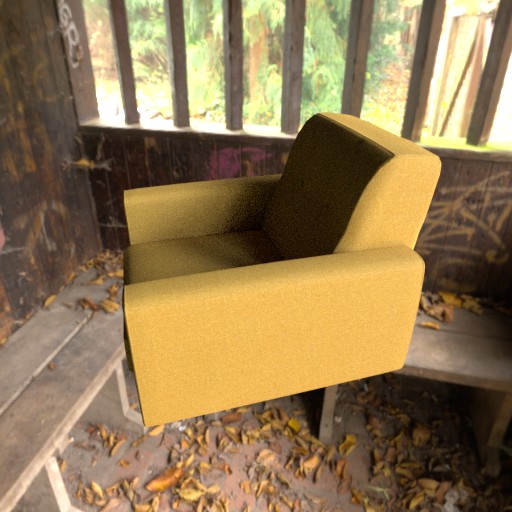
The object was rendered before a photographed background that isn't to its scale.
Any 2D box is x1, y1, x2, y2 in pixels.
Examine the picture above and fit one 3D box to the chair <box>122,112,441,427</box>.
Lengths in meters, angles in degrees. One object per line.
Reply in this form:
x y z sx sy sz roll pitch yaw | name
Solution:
0.000 0.000 1.540 0.909 0.841 0.831 -7 30 -13 | chair
